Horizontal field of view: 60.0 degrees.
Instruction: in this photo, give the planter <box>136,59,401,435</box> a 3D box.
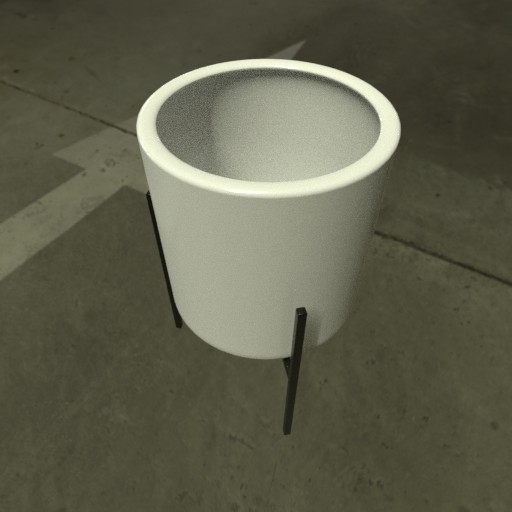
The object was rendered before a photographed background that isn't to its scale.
[{"bbox_3d":[0.000,0.000,0.501,0.239,0.356,0.239,11,47,10],"label":"planter"}]
